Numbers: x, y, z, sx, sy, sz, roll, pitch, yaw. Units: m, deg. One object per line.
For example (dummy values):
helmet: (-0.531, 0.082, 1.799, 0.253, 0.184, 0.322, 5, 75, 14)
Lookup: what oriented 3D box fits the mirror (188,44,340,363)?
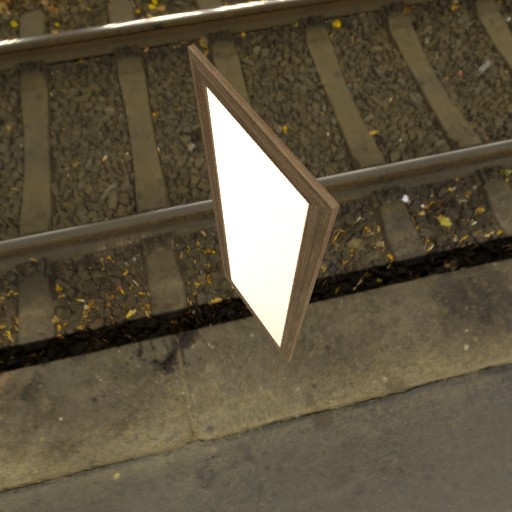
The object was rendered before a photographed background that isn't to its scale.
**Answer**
mirror: (0.000, 0.000, 2.333, 0.025, 2.032, 0.812, -32, 68, -14)
